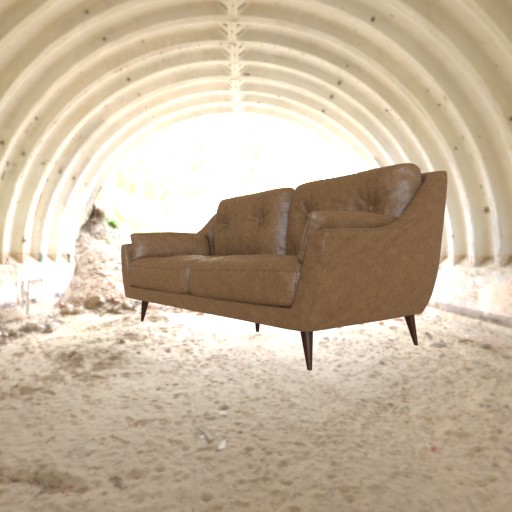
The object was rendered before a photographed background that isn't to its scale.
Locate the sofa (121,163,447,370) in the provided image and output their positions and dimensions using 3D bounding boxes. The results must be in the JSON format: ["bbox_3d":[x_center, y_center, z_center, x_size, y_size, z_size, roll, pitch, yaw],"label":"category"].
[{"bbox_3d":[0.000,0.000,2.443,0.904,0.839,1.902,0,0,-36],"label":"sofa"}]
